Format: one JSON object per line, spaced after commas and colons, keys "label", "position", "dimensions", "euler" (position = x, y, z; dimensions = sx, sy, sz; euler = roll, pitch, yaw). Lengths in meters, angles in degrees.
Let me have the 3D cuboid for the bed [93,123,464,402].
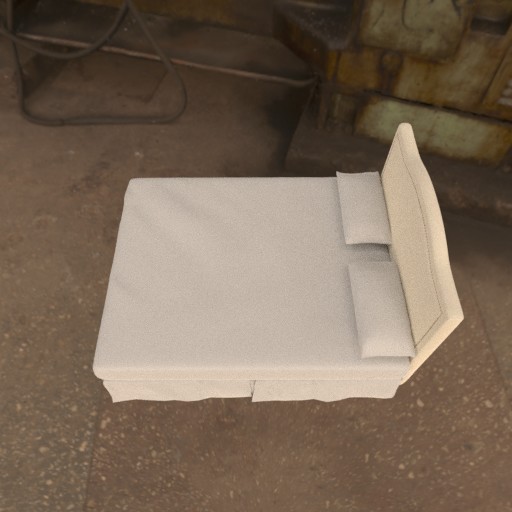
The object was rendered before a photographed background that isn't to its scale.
{"label": "bed", "position": [0.000, 0.000, 3.602], "dimensions": [2.477, 1.437, 1.977], "euler": [0, 58, 0]}
